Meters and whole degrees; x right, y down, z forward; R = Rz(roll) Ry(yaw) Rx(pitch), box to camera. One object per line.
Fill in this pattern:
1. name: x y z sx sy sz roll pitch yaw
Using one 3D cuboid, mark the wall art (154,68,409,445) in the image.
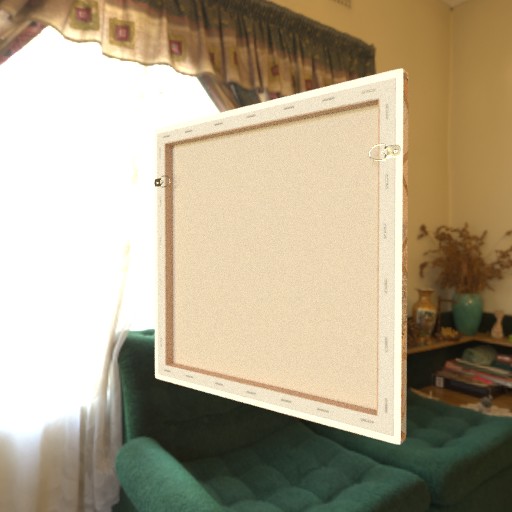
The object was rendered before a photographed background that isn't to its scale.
1. wall art: 0.000 0.000 1.357 0.912 0.914 0.039 1 1 37
